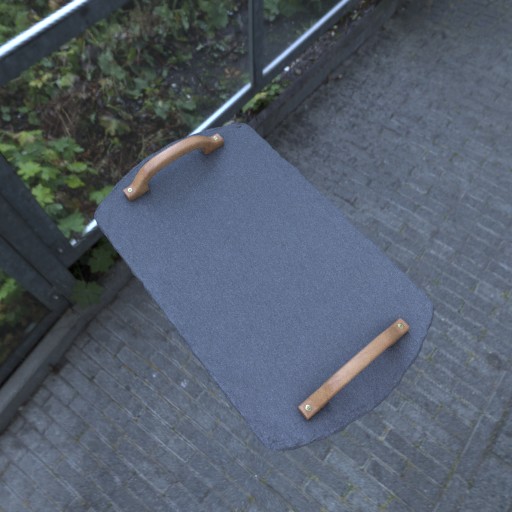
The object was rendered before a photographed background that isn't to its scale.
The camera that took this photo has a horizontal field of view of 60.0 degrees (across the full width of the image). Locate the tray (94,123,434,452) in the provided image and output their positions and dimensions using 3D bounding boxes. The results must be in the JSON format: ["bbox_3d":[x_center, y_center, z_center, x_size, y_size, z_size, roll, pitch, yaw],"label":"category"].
[{"bbox_3d":[0.000,0.000,0.483,0.231,0.062,0.387,-36,69,-16],"label":"tray"}]
